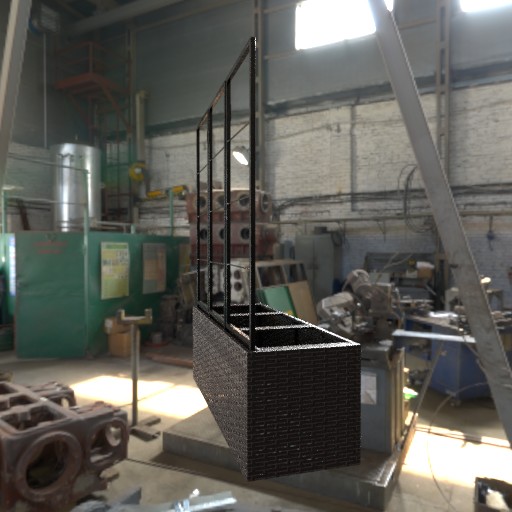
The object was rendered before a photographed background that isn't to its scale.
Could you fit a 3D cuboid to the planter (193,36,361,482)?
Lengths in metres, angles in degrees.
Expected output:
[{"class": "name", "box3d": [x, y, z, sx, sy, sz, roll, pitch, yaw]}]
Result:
[{"class": "planter", "box3d": [0.000, 0.000, 1.195, 0.244, 0.841, 0.699, 0, 1, -16]}]
